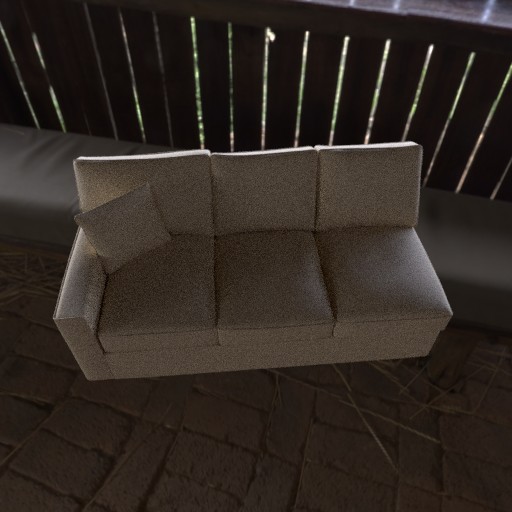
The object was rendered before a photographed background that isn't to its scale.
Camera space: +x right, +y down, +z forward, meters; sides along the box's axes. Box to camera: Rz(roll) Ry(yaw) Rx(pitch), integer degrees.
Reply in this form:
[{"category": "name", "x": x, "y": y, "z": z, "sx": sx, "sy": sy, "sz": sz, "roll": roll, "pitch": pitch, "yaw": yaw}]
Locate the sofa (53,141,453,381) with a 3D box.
[{"category": "sofa", "x": 0.000, "y": 0.000, "z": 2.537, "sx": 1.962, "sy": 0.946, "sz": 1.034, "roll": -3, "pitch": 46, "yaw": -3}]
